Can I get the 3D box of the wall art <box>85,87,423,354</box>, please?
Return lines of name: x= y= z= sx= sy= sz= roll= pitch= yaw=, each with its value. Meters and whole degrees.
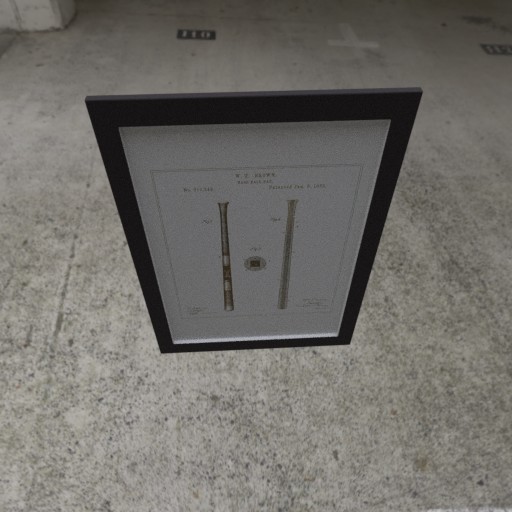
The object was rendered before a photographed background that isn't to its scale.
wall art: x=0.000 y=0.000 z=0.685 sx=0.374 sy=0.529 sz=0.012 roll=-2 pitch=47 yaw=-2
